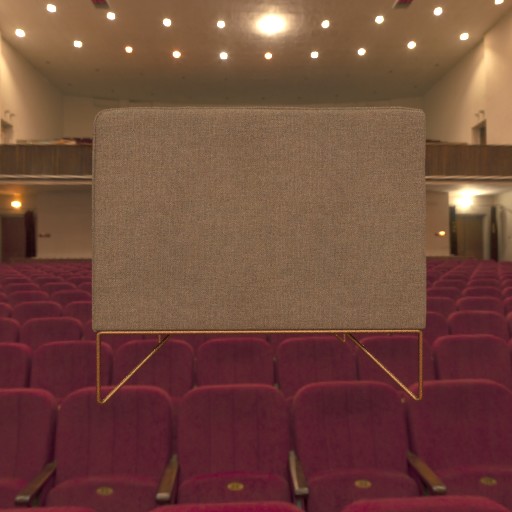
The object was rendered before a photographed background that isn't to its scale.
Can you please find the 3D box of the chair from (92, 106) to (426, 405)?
[{"bbox_3d":[0.000,0.000,1.623,0.912,0.799,0.920,0,-1,-2],"label":"chair"}]
